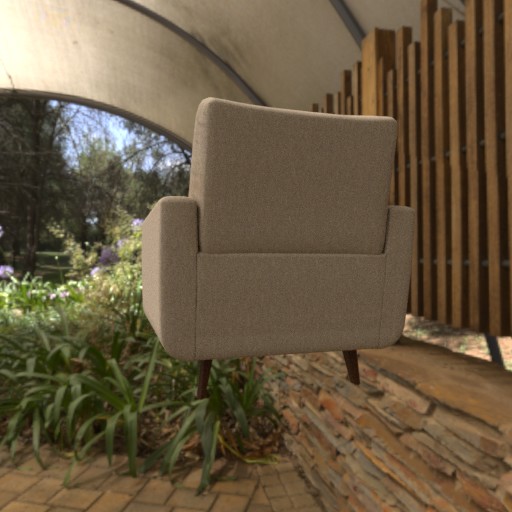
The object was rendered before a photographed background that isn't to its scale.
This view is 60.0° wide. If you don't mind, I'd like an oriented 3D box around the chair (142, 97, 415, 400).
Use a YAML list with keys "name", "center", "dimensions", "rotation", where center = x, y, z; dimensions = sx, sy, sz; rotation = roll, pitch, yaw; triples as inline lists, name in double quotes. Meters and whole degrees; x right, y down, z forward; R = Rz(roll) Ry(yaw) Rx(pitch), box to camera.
- name: "chair"
  center: [0.000, 0.000, 1.882]
  dimensions: [0.897, 0.965, 1.128]
  rotation: [0, -1, -17]
